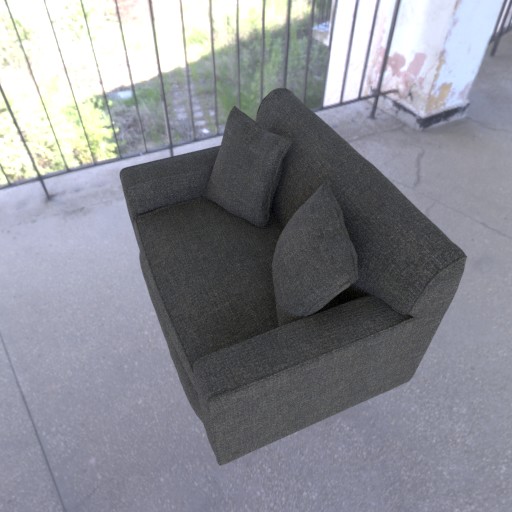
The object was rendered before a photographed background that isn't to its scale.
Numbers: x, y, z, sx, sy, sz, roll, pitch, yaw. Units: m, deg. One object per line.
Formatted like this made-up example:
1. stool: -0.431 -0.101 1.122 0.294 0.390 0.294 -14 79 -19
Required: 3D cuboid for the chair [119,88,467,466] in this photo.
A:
1. chair: 0.000 0.000 2.060 1.000 0.948 1.383 -17 48 -16
